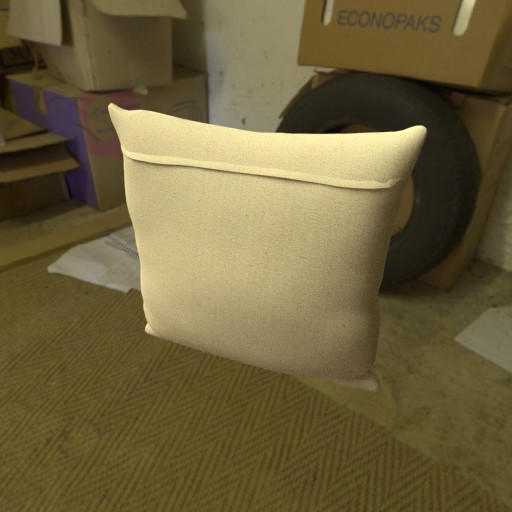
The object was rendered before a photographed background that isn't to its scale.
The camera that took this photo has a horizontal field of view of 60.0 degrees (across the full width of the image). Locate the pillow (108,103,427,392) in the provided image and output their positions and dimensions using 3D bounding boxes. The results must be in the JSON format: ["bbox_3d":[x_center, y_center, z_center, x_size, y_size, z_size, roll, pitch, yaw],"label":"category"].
[{"bbox_3d":[0.000,0.000,0.685,0.440,0.441,0.182,10,34,15],"label":"pillow"}]
